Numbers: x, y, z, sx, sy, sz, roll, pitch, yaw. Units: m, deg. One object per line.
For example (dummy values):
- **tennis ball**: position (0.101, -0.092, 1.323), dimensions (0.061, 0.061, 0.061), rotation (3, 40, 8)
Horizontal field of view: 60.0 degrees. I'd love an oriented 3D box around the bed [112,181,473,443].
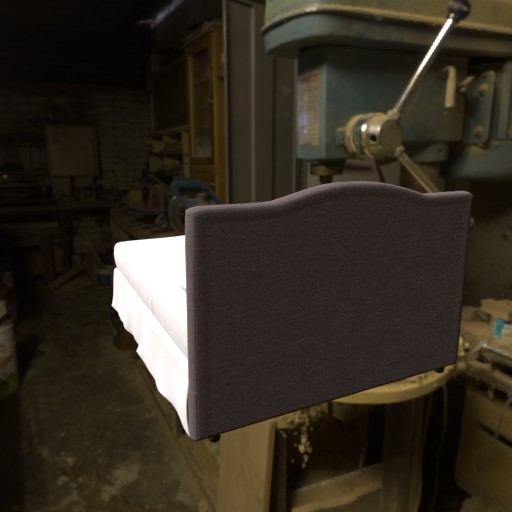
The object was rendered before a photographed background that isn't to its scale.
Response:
- **bed**: position (0.000, 0.000, 3.926), dimensions (2.161, 1.457, 2.689), rotation (-7, 15, -26)
